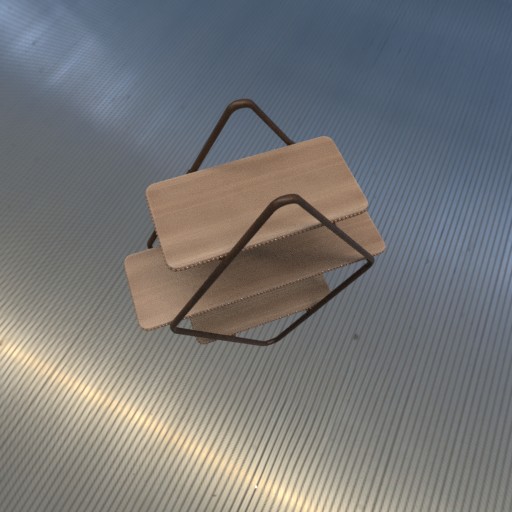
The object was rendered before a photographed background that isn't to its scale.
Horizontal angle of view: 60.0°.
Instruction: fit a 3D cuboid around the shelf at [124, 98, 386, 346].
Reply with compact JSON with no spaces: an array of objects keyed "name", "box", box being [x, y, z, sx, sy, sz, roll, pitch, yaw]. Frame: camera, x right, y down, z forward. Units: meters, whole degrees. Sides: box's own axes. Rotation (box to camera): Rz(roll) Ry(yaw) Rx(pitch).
[{"name":"shelf","box":[0.000,0.000,1.069,0.609,0.774,0.234,-18,64,-9]}]
